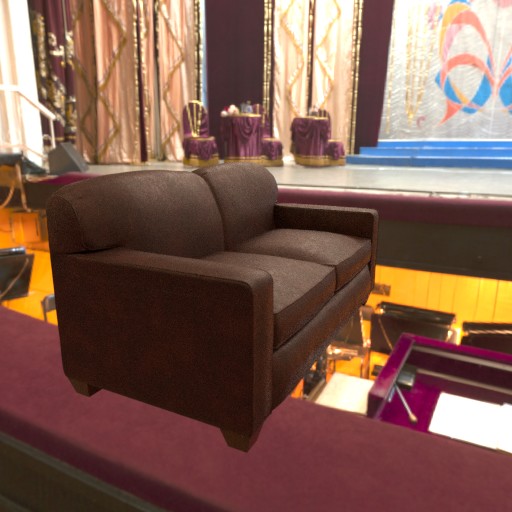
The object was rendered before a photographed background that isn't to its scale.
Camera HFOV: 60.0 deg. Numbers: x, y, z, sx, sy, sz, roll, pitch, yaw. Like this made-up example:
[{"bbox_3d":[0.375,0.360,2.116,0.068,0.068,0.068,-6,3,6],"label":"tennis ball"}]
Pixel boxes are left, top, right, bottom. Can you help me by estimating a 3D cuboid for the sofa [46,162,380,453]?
[{"bbox_3d":[0.000,0.000,2.431,1.000,0.966,1.856,7,16,27],"label":"sofa"}]
